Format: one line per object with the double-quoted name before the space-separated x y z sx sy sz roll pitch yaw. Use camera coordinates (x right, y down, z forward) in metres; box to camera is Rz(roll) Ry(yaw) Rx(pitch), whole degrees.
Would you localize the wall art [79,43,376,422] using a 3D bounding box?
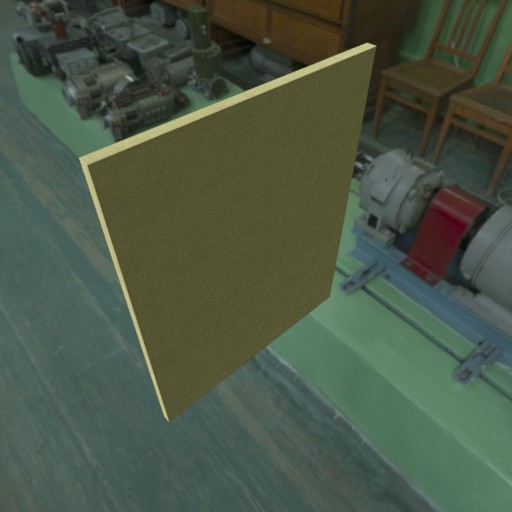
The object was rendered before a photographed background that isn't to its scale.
"wall art" 0.000 0.000 1.304 0.798 1.002 0.030 -33 54 -28
